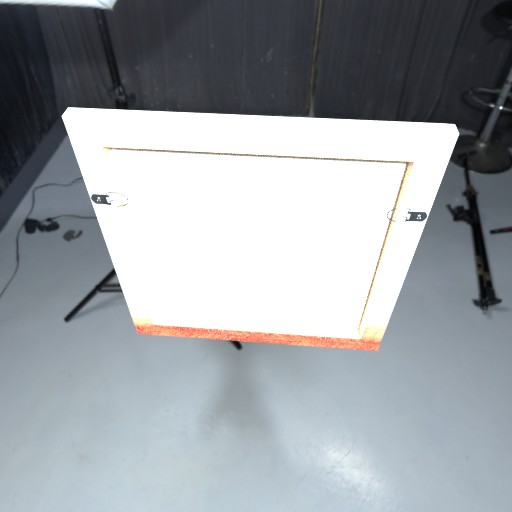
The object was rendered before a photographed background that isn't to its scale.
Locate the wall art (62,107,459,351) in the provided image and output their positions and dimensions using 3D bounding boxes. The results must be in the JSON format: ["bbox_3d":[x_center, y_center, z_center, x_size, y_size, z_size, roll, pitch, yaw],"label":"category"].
[{"bbox_3d":[0.000,0.000,1.131,0.760,0.760,0.042,3,47,3],"label":"wall art"}]
